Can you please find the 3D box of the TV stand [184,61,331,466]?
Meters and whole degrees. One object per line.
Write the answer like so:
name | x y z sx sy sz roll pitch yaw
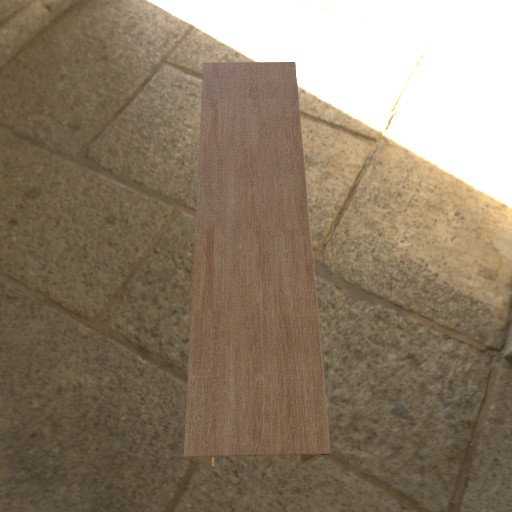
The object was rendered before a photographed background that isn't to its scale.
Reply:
TV stand | 0.000 0.000 1.736 0.398 0.610 1.466 -1 62 -1
